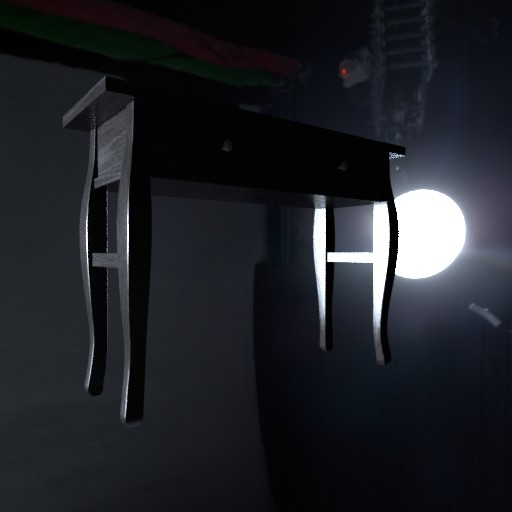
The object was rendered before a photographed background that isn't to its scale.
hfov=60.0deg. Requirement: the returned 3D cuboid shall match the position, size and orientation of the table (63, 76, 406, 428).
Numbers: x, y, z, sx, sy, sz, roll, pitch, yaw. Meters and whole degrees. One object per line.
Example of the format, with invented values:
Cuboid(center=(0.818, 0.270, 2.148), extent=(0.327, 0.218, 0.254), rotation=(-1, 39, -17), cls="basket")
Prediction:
Cuboid(center=(0.000, 0.000, 1.399), extent=(1.062, 0.768, 0.373), rotation=(0, 1, -37), cls="table")
